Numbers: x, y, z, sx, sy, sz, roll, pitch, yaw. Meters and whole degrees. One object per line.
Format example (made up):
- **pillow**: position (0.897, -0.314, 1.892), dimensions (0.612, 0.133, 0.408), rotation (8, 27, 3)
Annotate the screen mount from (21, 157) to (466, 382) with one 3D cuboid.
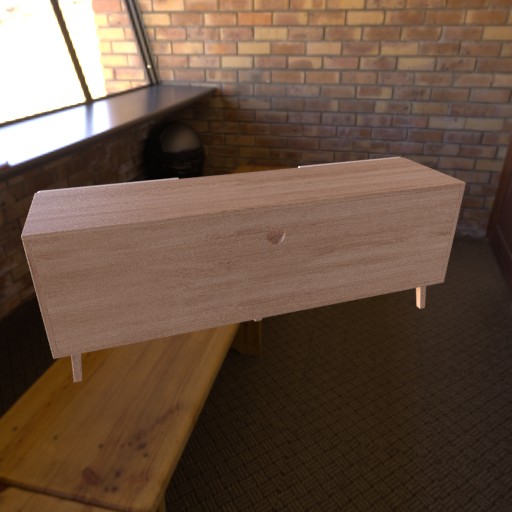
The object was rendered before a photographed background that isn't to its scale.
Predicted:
- **screen mount**: position (0.000, 0.000, 1.734), dimensions (1.500, 0.570, 0.420), rotation (-9, 28, -17)
